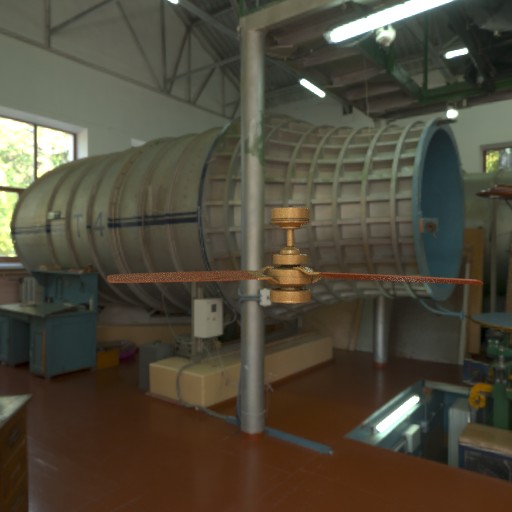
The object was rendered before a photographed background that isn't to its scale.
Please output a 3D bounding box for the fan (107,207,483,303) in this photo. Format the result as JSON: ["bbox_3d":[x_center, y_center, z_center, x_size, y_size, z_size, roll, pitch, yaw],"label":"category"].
[{"bbox_3d":[0.000,0.000,1.997,1.271,0.425,1.416,0,1,-19],"label":"fan"}]
